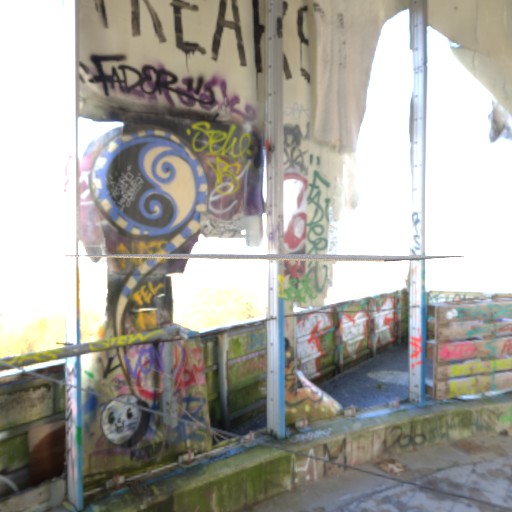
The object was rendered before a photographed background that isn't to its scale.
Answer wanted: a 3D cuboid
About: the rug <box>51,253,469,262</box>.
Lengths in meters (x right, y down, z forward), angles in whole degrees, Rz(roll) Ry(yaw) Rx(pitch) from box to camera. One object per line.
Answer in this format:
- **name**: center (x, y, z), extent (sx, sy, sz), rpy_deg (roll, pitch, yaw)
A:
- **rug**: center (0.000, 0.000, 2.329), extent (1.827, 0.006, 1.221), rpy_deg (1, 1, 36)
